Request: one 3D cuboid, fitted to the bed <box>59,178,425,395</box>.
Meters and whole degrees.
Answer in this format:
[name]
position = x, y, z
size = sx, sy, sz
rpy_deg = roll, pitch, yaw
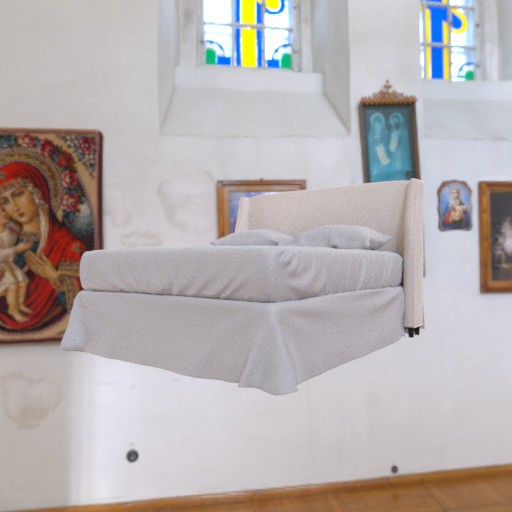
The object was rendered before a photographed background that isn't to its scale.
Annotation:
[bed]
position = 0.000, 0.000, 3.430
size = 1.925, 1.332, 2.276
rpy_deg = 0, -1, 36
